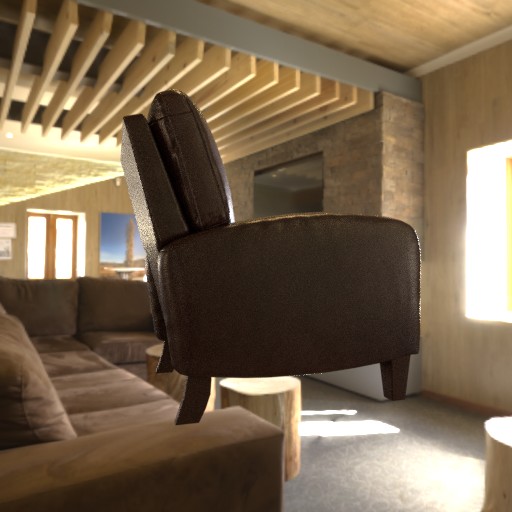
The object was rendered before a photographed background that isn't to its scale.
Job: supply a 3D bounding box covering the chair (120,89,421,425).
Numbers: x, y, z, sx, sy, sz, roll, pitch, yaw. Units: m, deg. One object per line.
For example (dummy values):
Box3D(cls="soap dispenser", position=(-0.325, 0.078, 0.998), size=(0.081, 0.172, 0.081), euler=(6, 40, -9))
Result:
Box3D(cls="chair", position=(0.000, 0.000, 1.700), size=(0.990, 0.990, 0.762), euler=(0, -1, -18))
